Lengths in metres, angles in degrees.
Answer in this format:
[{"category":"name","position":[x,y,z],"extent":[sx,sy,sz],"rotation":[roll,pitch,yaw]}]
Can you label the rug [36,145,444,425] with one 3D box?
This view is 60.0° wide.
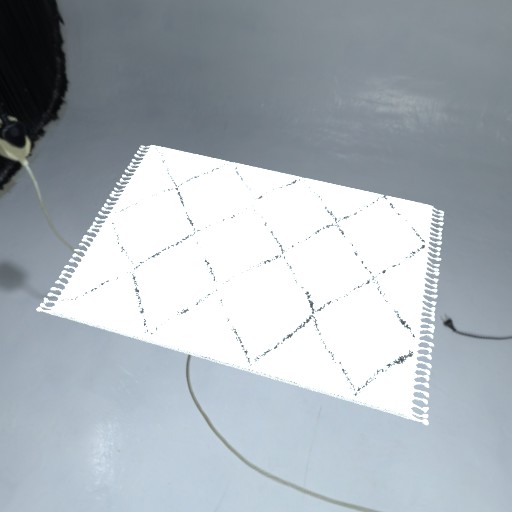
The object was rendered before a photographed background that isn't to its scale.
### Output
[{"category":"rug","position":[0.000,0.000,2.862],"extent":[2.307,0.031,1.494],"rotation":[14,58,9]}]
